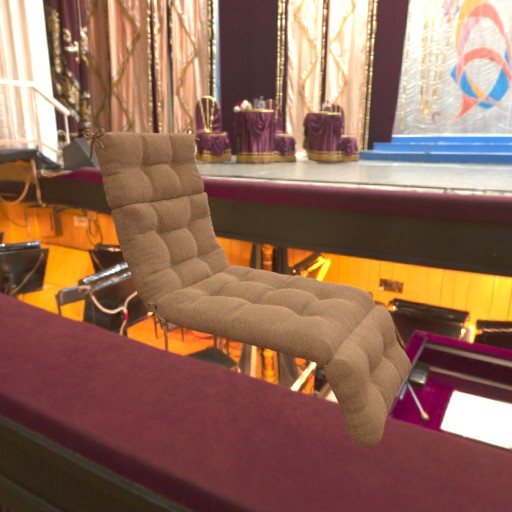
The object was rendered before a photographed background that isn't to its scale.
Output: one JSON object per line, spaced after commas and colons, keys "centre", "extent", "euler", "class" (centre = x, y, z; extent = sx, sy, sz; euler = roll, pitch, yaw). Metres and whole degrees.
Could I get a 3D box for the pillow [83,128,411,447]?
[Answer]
{"centre": [0.000, 0.000, 1.516], "extent": [1.016, 0.863, 0.526], "euler": [8, 17, 28], "class": "pillow"}
